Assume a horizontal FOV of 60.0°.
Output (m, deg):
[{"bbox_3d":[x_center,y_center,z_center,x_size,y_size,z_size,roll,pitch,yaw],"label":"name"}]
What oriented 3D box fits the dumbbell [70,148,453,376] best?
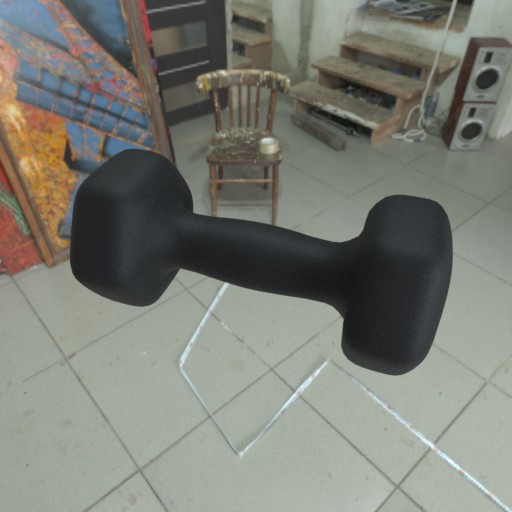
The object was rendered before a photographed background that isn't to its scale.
[{"bbox_3d":[0.000,0.000,0.290,0.231,0.101,0.112,13,43,14],"label":"dumbbell"}]
